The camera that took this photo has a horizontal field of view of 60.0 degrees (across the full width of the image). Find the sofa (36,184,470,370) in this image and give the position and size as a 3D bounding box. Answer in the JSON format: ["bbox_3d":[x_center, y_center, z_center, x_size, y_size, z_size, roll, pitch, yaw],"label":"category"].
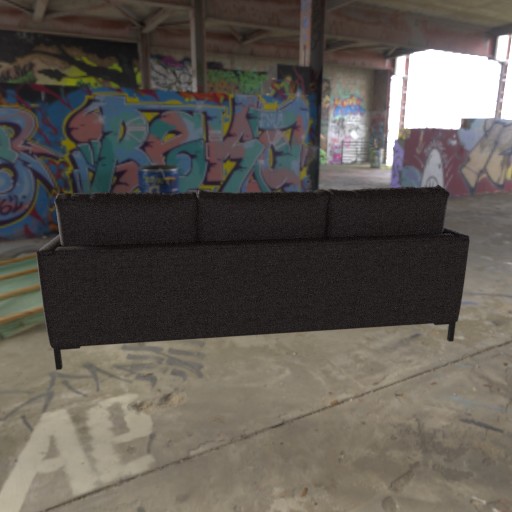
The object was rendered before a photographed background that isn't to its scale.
[{"bbox_3d":[0.000,0.000,2.695,2.253,0.882,0.876,-2,15,-8],"label":"sofa"}]
